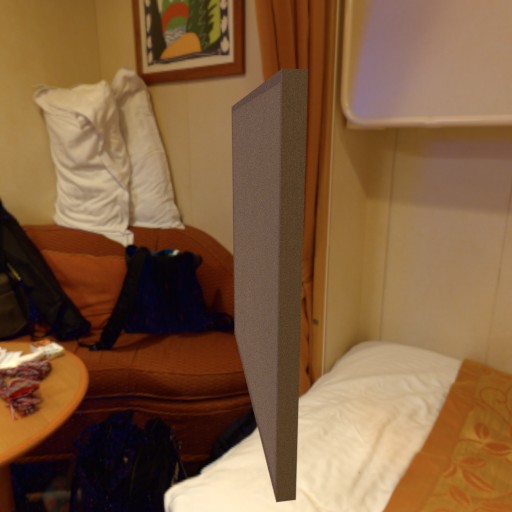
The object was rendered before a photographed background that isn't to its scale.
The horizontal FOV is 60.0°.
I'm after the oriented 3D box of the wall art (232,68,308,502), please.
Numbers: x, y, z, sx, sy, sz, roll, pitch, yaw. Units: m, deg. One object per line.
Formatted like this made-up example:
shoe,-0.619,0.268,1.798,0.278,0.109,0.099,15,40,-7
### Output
wall art,0.000,0.000,1.104,0.038,0.758,0.761,-2,15,-8
